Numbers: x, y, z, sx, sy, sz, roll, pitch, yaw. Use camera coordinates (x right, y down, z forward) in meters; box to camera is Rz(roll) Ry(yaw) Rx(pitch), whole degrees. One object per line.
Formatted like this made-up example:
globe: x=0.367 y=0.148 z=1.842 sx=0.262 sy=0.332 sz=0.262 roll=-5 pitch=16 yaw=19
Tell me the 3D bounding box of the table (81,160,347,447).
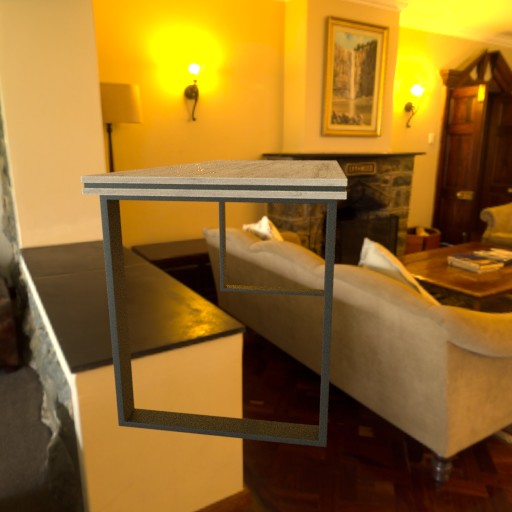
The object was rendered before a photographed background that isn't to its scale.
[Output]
table: x=0.000 y=0.000 z=2.245 sx=0.795 sy=0.899 sz=1.778 roll=2 pitch=14 yaw=9
